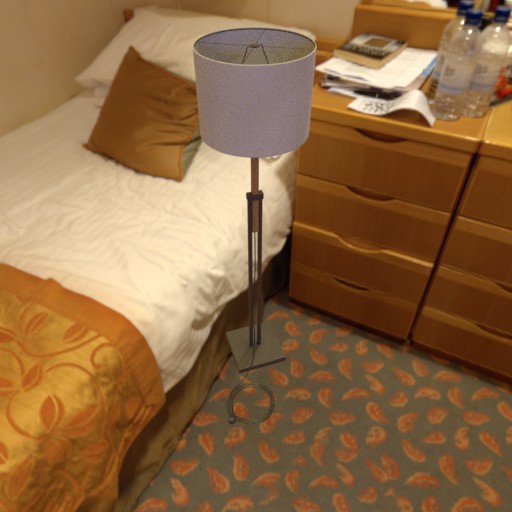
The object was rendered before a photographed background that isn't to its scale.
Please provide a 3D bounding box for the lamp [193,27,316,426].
[{"bbox_3d":[0.000,0.000,1.916,0.474,1.650,0.639,-13,43,-14],"label":"lamp"}]
